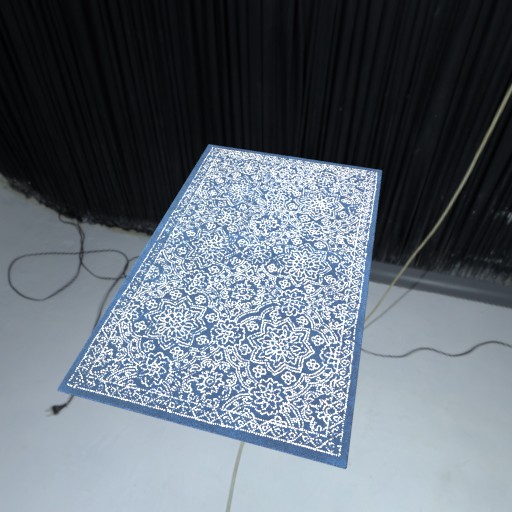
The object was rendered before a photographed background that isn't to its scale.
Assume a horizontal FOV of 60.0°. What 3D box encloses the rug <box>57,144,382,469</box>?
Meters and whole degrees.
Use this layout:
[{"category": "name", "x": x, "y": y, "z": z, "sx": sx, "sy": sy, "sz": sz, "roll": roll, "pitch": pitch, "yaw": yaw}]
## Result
[{"category": "rug", "x": 0.000, "y": 0.000, "z": 3.015, "sx": 1.526, "sy": 0.015, "sz": 2.441, "roll": 11, "pitch": 47, "yaw": 10}]
